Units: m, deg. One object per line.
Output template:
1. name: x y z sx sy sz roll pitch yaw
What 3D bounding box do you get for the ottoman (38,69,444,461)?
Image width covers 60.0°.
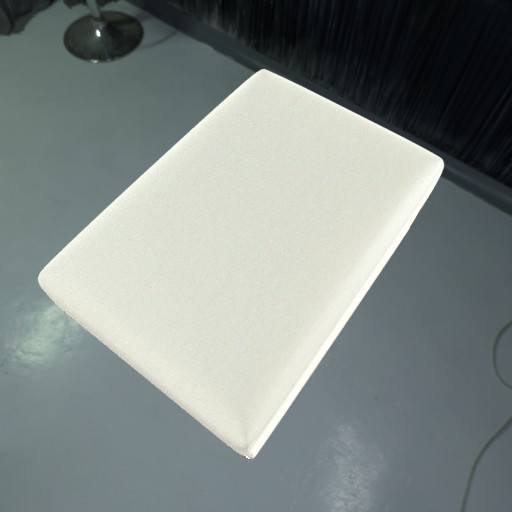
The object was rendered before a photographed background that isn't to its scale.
1. ottoman: 0.000 0.000 1.190 0.581 0.497 0.835 33 67 16
